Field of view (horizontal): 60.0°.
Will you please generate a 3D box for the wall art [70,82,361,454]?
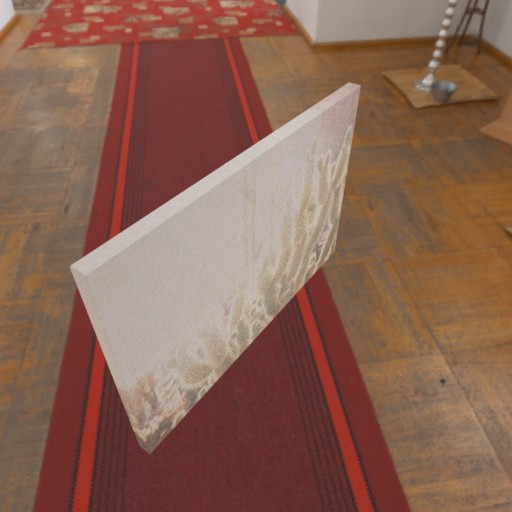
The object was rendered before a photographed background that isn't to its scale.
[{"bbox_3d":[0.000,0.000,1.148,0.040,0.608,0.916,26,48,26],"label":"wall art"}]
